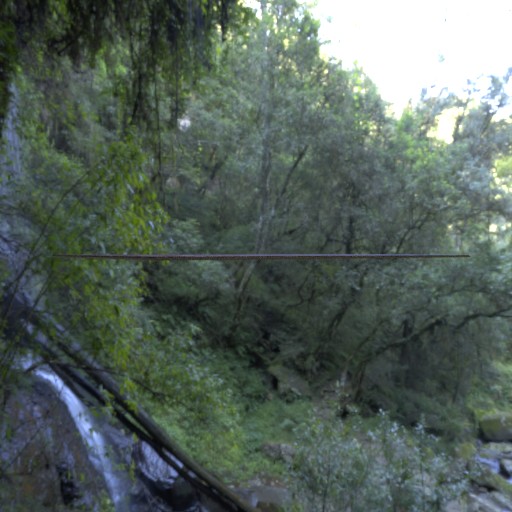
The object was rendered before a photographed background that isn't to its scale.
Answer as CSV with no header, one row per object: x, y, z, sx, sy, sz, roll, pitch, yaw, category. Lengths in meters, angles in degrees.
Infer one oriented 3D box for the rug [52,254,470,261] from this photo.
0.000,0.000,4.143,3.049,0.021,2.466,0,1,-36,rug
